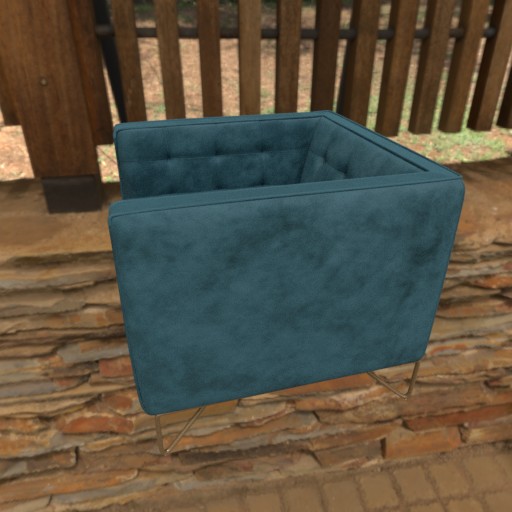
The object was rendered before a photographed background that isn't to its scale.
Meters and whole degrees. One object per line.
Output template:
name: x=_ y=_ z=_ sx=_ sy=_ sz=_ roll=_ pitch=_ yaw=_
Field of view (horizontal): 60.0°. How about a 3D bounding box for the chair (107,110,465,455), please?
chair: x=0.000 y=0.000 z=1.549 sx=0.894 sy=0.790 sz=0.880 roll=-7 pitch=30 yaw=-13
